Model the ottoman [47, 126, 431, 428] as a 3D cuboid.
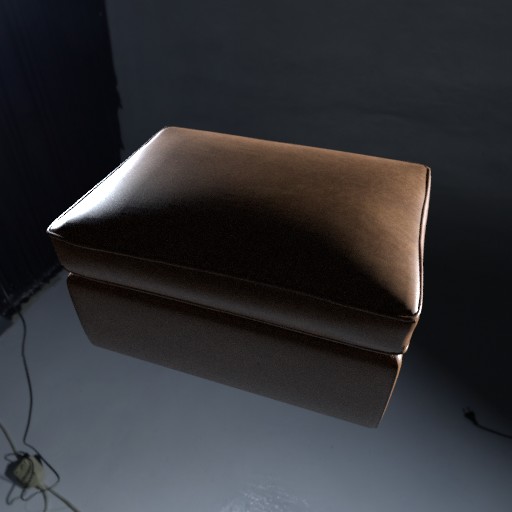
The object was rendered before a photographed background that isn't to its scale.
[{"bbox_3d":[0.000,0.000,1.118,0.756,0.468,0.554,12,42,14],"label":"ottoman"}]
